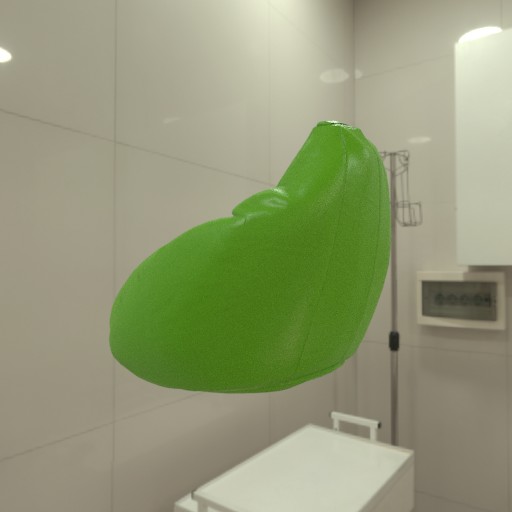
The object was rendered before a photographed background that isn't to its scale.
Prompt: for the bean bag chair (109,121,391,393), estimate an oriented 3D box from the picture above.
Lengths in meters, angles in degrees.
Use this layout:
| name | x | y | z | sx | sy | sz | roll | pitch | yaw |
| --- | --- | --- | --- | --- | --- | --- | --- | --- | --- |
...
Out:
| name | x | y | z | sx | sy | sz | roll | pitch | yaw |
| --- | --- | --- | --- | --- | --- | --- | --- | --- | --- |
| bean bag chair | 0.000 | 0.000 | 1.866 | 1.070 | 0.990 | 1.070 | -1 | -2 | 35 |
